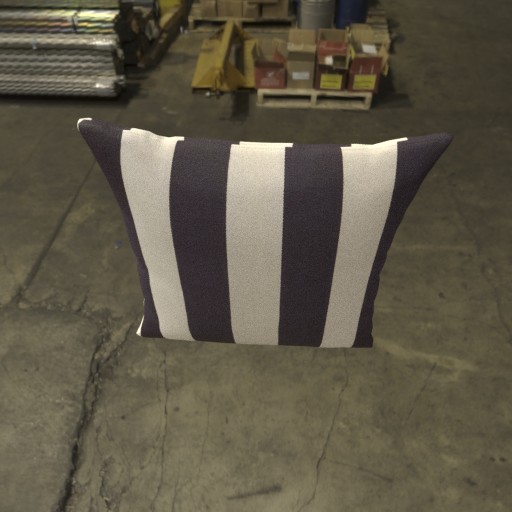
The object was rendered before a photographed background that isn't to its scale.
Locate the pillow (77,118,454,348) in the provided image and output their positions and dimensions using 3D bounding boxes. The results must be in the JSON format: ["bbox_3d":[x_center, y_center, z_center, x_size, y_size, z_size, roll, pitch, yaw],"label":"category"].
[{"bbox_3d":[0.000,0.000,0.802,0.536,0.526,0.189,2,46,2],"label":"pillow"}]
